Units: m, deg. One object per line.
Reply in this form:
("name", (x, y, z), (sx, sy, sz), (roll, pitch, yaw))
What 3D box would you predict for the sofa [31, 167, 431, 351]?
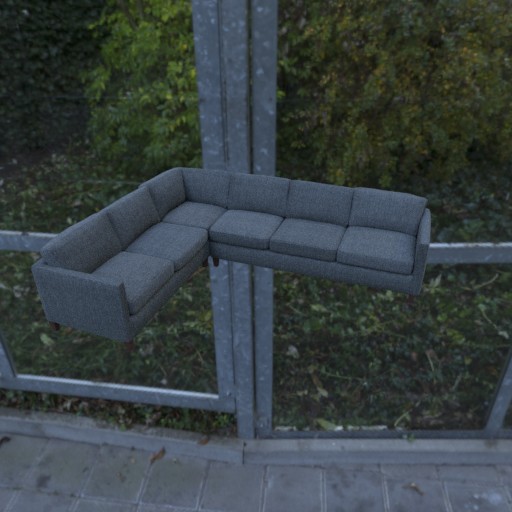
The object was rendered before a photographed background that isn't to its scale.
("sofa", (0.000, 0.000, 4.526), (3.302, 0.947, 2.593), (10, 31, 17))
